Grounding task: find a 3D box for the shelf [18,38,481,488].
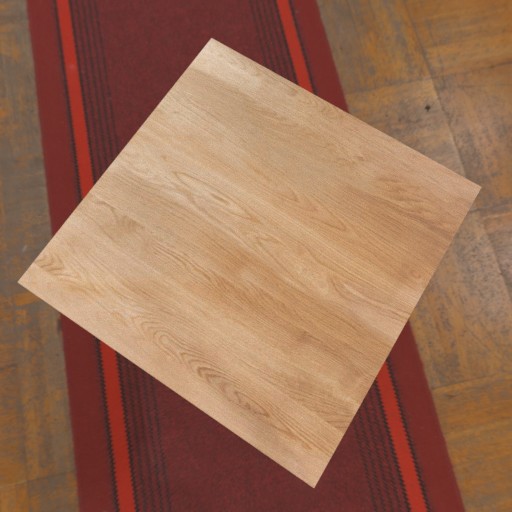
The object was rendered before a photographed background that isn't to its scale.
[{"bbox_3d":[0.000,0.000,1.418,0.899,0.480,0.899,32,78,8],"label":"shelf"}]
